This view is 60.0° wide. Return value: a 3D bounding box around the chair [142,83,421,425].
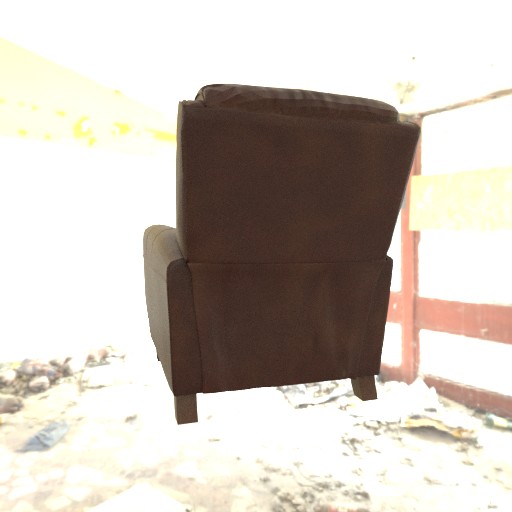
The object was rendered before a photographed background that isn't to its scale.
[{"bbox_3d":[0.000,0.000,1.758,0.826,1.022,1.089,-1,2,-17],"label":"chair"}]
